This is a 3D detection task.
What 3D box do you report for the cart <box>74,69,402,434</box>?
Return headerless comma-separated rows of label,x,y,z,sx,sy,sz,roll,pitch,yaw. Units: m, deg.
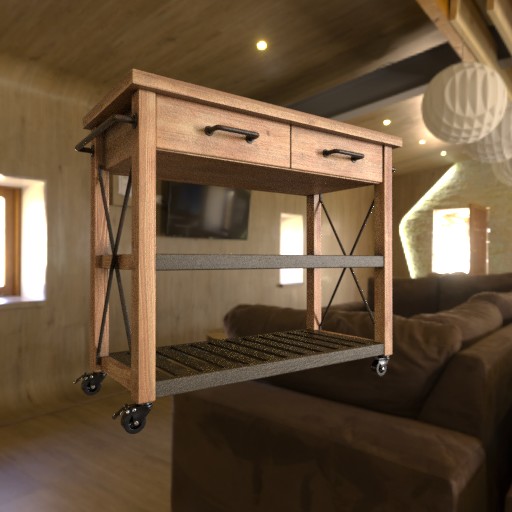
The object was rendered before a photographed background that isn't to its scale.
cart,0.000,0.000,0.956,0.686,0.554,0.298,0,-1,-35
